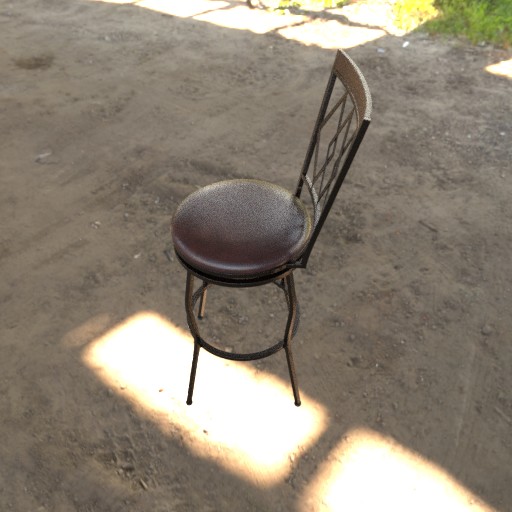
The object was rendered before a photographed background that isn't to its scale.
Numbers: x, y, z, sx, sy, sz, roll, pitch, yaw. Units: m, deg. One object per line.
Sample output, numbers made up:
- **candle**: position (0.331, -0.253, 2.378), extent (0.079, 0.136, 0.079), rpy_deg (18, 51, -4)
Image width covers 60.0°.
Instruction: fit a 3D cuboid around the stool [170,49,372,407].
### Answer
- **stool**: position (0.000, 0.000, 1.421), extent (0.521, 1.134, 0.432), rpy_deg (0, 43, 0)
